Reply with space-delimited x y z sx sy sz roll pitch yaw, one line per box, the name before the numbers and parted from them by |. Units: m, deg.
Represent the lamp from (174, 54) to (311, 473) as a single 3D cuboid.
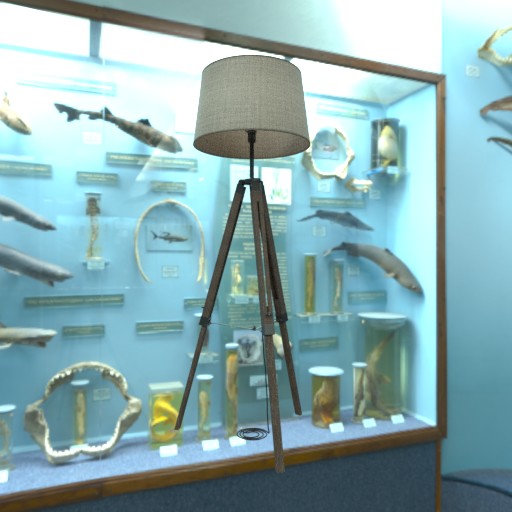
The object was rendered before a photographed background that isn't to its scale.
lamp | 0.000 0.000 1.825 0.604 1.510 0.587 0 0 -19
